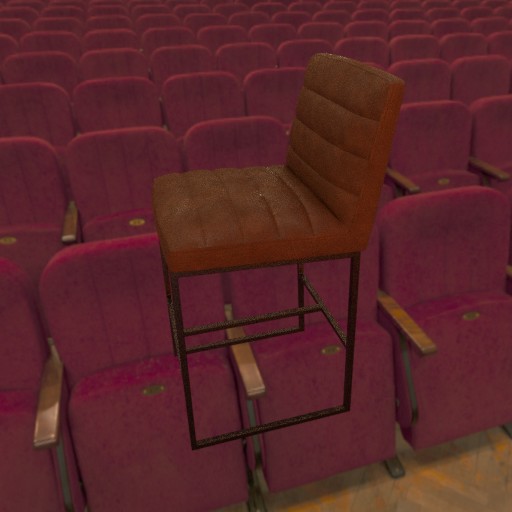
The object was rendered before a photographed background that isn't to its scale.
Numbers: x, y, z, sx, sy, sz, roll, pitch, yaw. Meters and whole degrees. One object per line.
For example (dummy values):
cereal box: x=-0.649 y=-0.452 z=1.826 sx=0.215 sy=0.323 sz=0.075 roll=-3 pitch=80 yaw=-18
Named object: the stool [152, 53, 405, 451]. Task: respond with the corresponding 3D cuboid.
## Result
stool: x=0.000 y=0.000 z=1.330 sx=0.562 sy=1.065 sz=0.463 roll=-9 pitch=33 yaw=-14
